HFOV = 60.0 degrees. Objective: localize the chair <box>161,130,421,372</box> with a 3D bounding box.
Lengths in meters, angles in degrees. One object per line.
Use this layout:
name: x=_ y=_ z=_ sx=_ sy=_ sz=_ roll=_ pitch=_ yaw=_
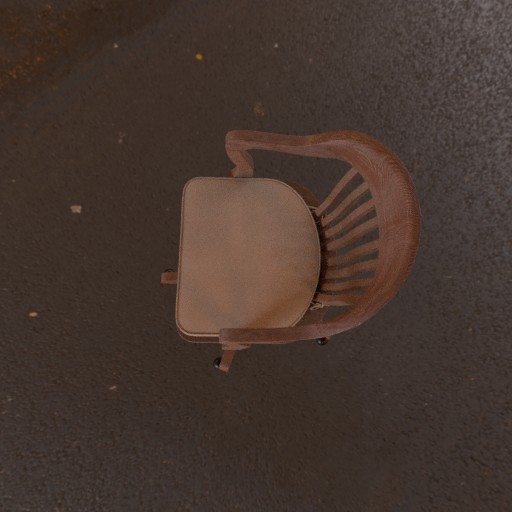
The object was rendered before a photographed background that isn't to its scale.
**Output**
chair: x=0.000 y=0.000 z=1.483 sx=0.788 sy=0.878 sz=0.750 roll=1 pitch=75 yaw=0
